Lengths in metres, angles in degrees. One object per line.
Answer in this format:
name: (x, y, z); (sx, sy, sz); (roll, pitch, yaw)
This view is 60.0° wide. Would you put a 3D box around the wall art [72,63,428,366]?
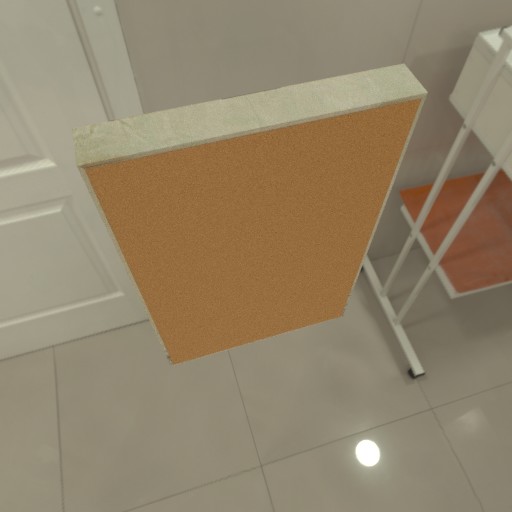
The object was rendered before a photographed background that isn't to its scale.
wall art: (0.000, 0.000, 0.476); (0.254, 0.381, 0.038); (-14, 58, -9)
